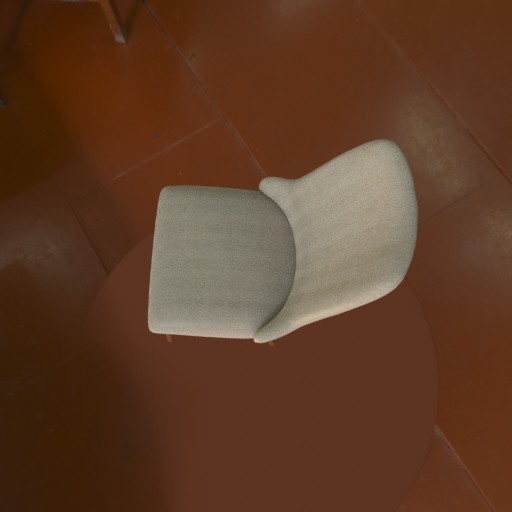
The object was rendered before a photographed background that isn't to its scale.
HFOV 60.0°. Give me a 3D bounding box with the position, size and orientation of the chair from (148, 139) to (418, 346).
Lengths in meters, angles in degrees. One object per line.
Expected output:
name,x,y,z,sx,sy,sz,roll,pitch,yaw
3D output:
chair,0.000,0.000,1.372,0.684,0.917,0.526,2,76,0
